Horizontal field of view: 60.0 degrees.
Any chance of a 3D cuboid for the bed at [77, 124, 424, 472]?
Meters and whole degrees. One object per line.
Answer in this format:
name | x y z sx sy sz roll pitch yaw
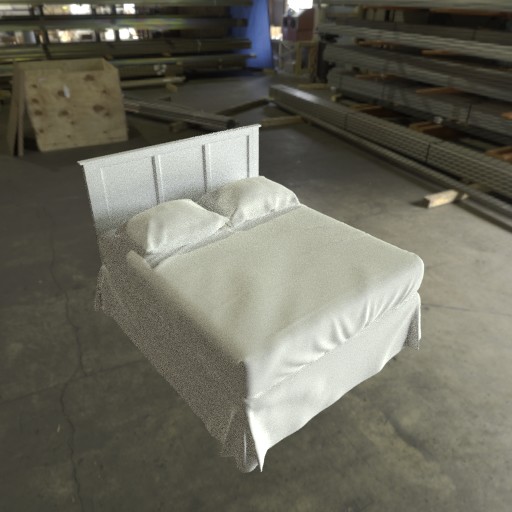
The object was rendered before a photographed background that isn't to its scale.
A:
bed | 0.000 0.000 3.240 1.876 1.269 2.047 -23 38 -33
